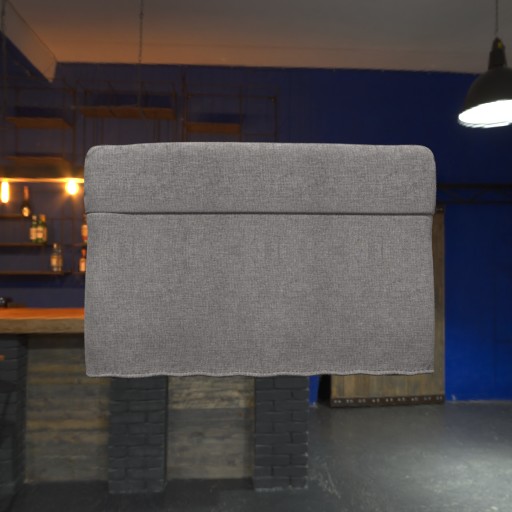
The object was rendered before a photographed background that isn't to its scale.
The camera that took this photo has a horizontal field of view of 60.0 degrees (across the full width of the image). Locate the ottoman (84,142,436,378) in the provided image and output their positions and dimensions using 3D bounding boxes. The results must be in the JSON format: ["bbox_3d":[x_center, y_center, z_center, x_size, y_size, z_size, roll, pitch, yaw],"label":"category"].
[{"bbox_3d":[0.000,0.000,1.203,0.652,0.492,0.833,0,-1,-2],"label":"ottoman"}]
